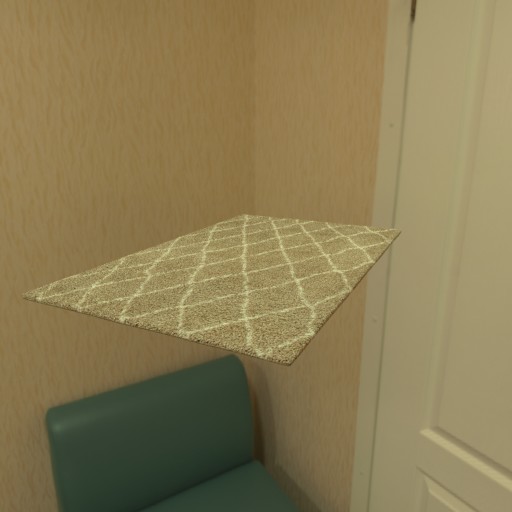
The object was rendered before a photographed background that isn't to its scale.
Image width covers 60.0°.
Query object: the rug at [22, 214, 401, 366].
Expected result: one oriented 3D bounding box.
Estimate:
[{"bbox_3d":[0.000,0.000,3.025,1.524,0.030,2.438,8,18,26],"label":"rug"}]
